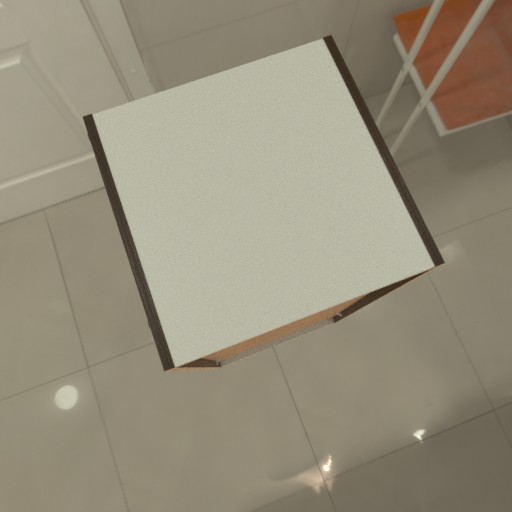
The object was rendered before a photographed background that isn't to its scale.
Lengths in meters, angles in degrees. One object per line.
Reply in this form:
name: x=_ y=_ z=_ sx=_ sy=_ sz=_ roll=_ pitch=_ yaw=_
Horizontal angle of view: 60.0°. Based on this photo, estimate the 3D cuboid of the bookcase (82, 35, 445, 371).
bookcase: x=0.000 y=0.000 z=0.757 sx=0.300 sy=0.600 sz=0.290 roll=-20 pitch=77 yaw=-5
